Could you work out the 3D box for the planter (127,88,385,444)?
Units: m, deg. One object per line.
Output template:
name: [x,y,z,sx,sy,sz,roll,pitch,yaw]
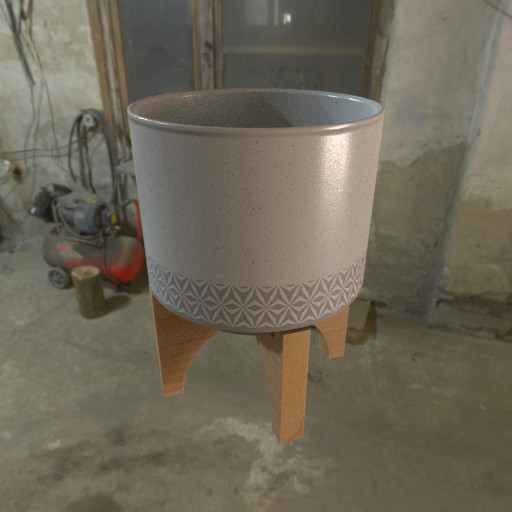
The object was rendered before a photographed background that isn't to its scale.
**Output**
planter: [0.000,0.000,0.270,0.130,0.178,0.130,0,27,0]
